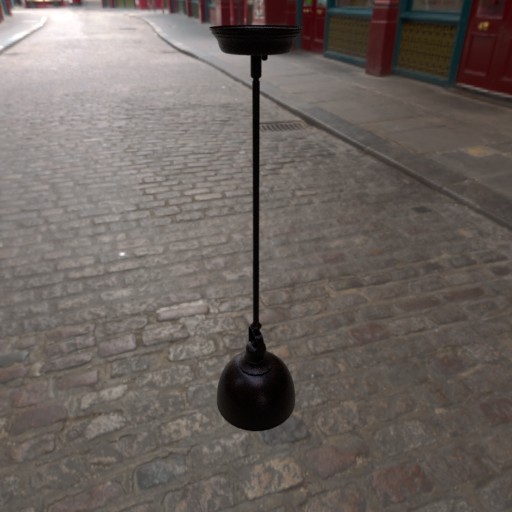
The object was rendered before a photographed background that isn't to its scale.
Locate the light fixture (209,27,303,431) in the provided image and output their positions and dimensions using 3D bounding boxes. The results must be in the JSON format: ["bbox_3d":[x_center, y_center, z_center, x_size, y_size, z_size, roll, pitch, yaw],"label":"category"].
[{"bbox_3d":[0.000,0.000,0.836,0.182,0.768,0.182,-10,32,-17],"label":"light fixture"}]
